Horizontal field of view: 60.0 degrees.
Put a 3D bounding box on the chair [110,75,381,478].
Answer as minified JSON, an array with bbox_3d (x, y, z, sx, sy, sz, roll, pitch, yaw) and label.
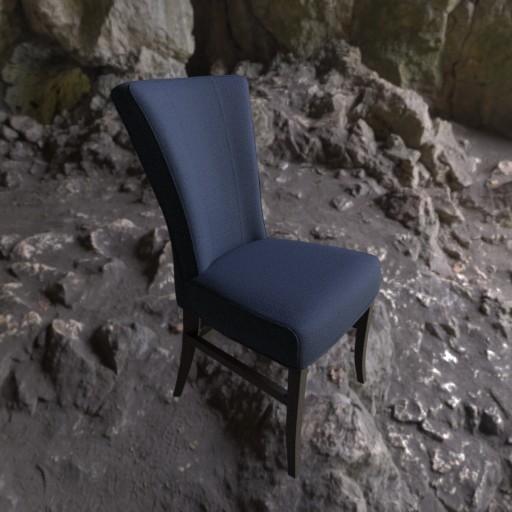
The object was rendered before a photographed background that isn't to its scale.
[{"bbox_3d":[0.000,0.000,1.344,0.660,0.991,0.520,17,30,32],"label":"chair"}]
